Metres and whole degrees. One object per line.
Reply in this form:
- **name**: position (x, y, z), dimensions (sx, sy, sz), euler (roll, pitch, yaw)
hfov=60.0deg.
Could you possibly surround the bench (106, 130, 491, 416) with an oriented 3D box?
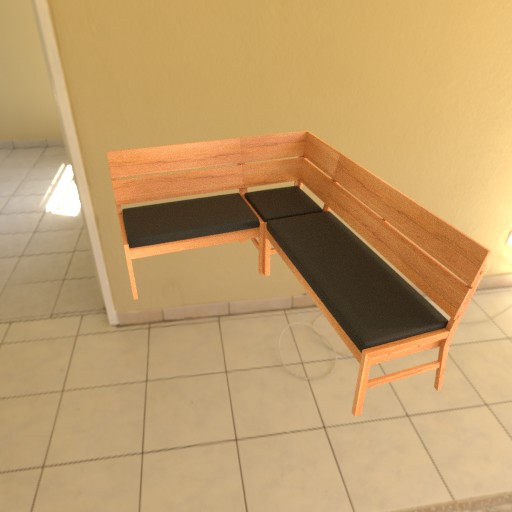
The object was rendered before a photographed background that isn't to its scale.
- **bench**: position (0.000, 0.000, 2.771), dimensions (1.548, 0.890, 1.948), euler (-10, 34, -16)
